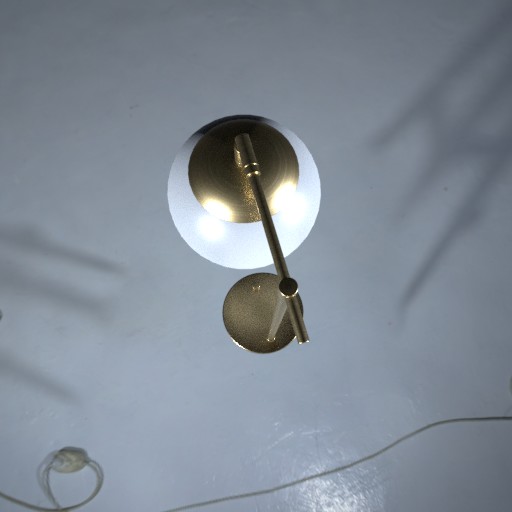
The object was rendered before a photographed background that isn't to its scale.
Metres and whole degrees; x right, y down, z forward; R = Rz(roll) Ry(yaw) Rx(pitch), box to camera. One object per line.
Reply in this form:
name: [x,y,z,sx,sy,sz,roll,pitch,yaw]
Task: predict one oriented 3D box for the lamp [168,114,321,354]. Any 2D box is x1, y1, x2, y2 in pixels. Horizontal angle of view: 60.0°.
lamp: [0.000,0.000,0.702,0.207,0.559,0.324,-15,75,-4]
